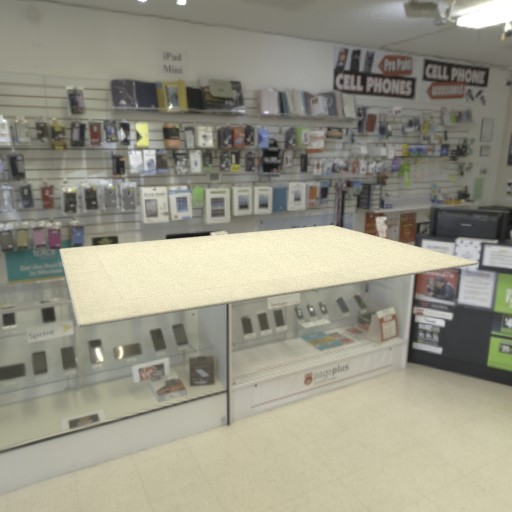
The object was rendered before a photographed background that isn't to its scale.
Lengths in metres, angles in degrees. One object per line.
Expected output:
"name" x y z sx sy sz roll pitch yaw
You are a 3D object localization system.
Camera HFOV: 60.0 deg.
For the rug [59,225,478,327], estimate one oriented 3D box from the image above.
"rug" 0.000 0.000 2.307 1.829 0.013 1.219 -6 15 -25
